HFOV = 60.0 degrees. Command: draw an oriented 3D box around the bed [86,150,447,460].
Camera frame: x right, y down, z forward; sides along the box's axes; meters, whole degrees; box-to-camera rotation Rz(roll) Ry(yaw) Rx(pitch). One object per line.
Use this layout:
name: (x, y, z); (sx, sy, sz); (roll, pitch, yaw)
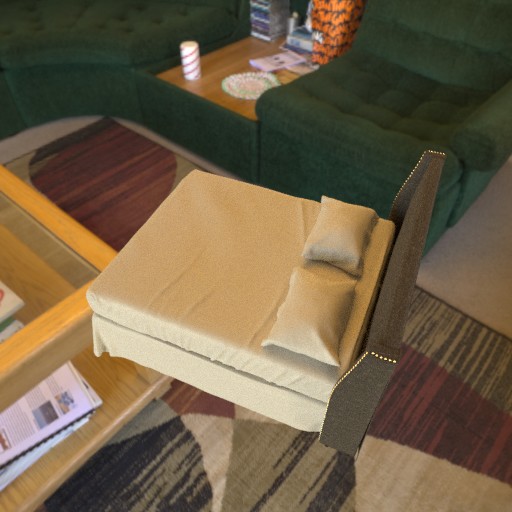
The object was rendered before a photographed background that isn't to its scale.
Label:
bed: (0.000, 0.000, 3.437); (2.276, 1.332, 1.925); (17, 49, 16)
